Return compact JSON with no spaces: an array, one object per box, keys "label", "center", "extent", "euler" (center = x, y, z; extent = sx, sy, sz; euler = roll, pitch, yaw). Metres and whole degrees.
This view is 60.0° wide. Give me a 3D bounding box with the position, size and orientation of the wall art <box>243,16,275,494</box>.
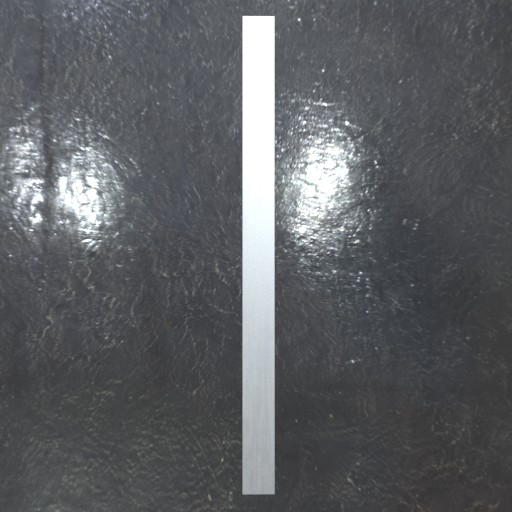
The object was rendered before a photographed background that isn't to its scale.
[{"label":"wall art","center":[0.000,0.000,0.742],"extent":[0.037,0.450,0.557],"euler":[0,89,-1]}]
